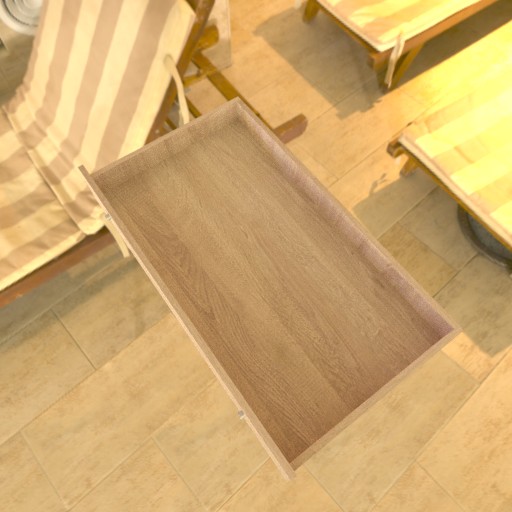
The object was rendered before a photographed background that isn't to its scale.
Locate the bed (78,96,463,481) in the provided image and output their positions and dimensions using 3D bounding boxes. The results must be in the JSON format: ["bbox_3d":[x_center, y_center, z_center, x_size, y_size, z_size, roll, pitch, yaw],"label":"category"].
[{"bbox_3d":[0.000,0.000,1.500,0.685,0.209,1.200,-33,68,-15],"label":"bed"}]
